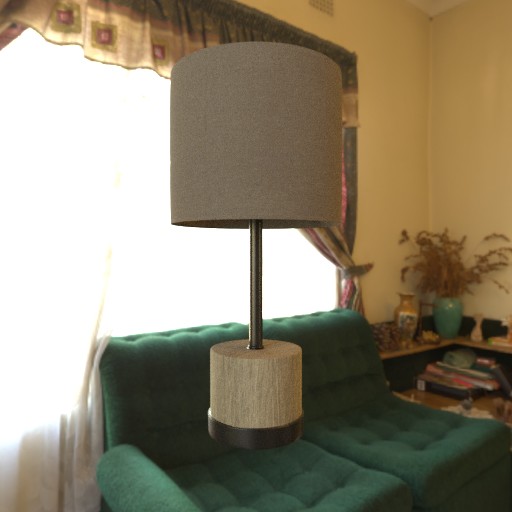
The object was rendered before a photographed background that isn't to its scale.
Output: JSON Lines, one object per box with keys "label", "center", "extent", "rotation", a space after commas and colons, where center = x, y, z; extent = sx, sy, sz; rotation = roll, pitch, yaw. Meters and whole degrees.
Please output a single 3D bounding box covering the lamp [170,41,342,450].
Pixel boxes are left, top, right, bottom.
{"label": "lamp", "center": [0.000, 0.000, 0.599], "extent": [0.229, 0.470, 0.229], "rotation": [0, 1, 35]}
